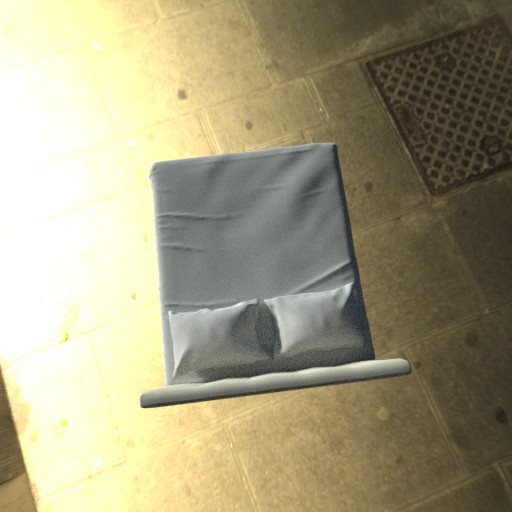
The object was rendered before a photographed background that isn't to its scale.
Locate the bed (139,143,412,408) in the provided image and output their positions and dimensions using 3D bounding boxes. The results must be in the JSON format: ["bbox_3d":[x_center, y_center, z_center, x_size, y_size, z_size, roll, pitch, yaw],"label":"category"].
[{"bbox_3d":[0.000,0.000,3.608,1.936,1.577,2.222,-7,76,-2],"label":"bed"}]
